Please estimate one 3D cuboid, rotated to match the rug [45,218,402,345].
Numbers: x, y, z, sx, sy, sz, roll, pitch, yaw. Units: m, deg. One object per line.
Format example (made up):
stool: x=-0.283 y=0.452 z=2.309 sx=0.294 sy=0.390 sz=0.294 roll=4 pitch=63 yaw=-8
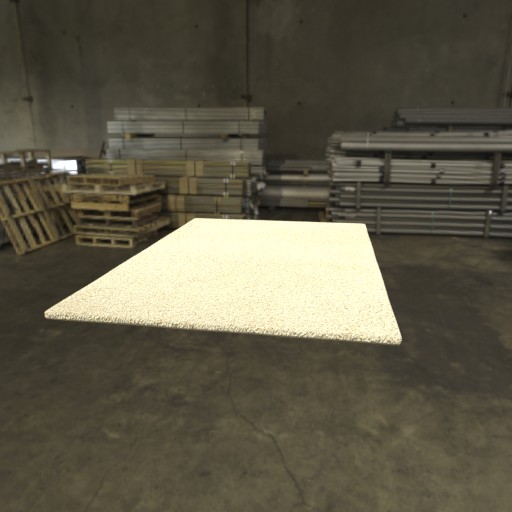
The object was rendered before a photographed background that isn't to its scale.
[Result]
rug: x=0.000 y=0.000 z=2.303 sx=1.219 sy=0.030 sz=1.778 roll=3 pitch=16 yaw=9
